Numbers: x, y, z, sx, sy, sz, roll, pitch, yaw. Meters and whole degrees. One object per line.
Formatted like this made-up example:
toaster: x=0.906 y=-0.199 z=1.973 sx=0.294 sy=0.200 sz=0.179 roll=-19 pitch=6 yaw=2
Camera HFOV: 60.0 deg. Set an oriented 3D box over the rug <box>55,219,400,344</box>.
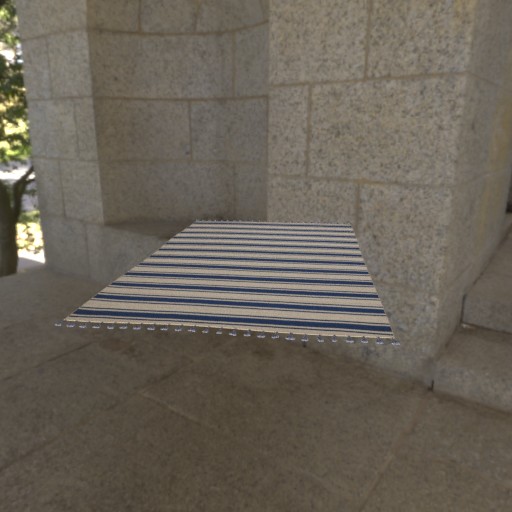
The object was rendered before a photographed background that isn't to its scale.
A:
rug: x=0.000 y=0.000 z=2.570 sx=1.248 sy=0.009 sz=2.108 roll=2 pitch=16 yaw=7
